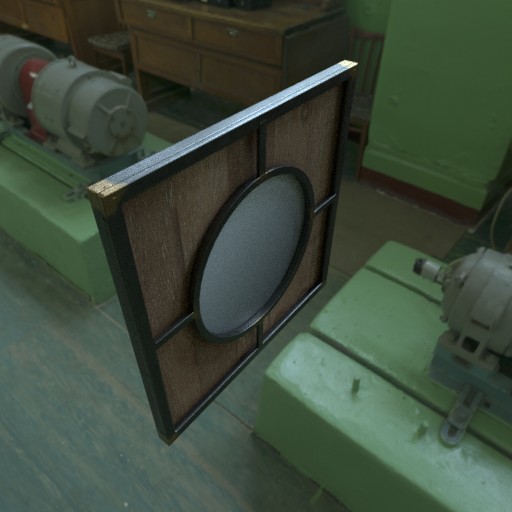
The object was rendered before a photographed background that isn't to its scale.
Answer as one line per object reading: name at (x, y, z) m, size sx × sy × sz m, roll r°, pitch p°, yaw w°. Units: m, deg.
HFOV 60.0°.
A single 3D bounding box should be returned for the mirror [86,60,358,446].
mirror at (0.000, 0.000, 0.562) m, size 0.020 × 0.381 × 0.382 m, roll 28°, pitch 48°, yaw 28°
